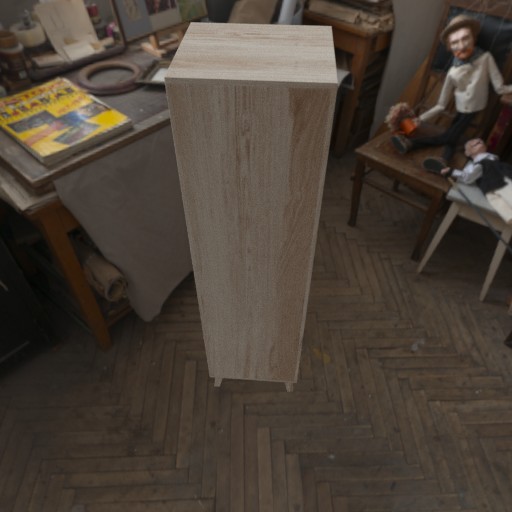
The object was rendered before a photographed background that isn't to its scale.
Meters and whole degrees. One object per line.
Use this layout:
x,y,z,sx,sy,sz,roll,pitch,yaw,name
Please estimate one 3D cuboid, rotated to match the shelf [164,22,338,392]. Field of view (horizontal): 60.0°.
0.000,0.000,2.158,0.510,1.960,0.450,3,47,3,shelf
